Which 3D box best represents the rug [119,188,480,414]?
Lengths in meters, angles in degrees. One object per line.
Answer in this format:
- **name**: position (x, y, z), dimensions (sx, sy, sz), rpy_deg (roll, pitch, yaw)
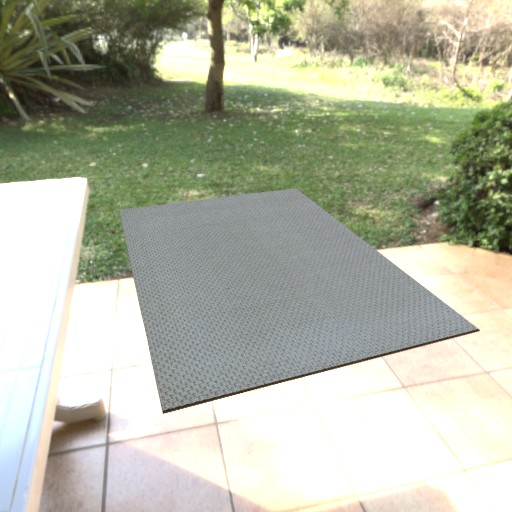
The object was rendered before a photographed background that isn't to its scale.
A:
- **rug**: position (0.000, 0.000, 2.788), dimensions (1.509, 0.013, 2.144), rpy_deg (-9, 29, -17)
